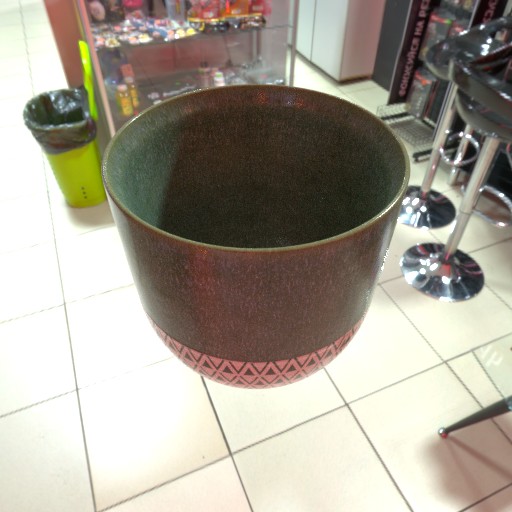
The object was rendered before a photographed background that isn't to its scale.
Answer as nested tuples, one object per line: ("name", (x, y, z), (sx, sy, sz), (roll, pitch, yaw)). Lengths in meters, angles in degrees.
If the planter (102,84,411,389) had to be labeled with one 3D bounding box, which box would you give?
("planter", (0.000, 0.000, 0.486), (0.266, 0.270, 0.266), (0, 45, 0))
